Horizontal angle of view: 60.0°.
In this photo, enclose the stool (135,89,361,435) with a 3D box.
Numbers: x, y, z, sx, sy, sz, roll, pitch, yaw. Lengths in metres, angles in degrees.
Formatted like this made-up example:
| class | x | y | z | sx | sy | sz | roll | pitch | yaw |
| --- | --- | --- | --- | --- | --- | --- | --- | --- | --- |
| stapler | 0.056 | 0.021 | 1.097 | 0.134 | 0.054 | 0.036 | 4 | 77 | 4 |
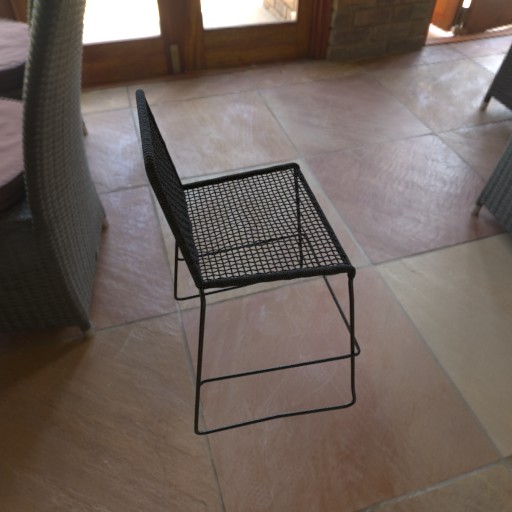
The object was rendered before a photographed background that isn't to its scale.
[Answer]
| class | x | y | z | sx | sy | sz | roll | pitch | yaw |
| --- | --- | --- | --- | --- | --- | --- | --- | --- | --- |
| stool | 0.000 | 0.000 | 1.233 | 0.509 | 0.905 | 0.590 | -10 | 47 | -10 |
